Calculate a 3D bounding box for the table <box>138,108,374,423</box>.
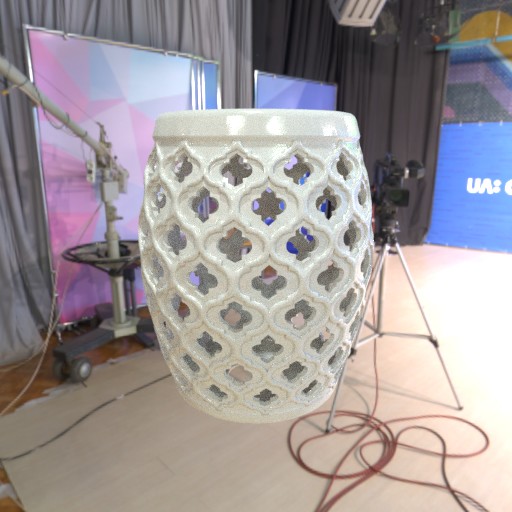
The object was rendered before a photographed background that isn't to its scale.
[{"bbox_3d":[0.000,0.000,0.638,0.325,0.388,0.325,0,15,0],"label":"table"}]
